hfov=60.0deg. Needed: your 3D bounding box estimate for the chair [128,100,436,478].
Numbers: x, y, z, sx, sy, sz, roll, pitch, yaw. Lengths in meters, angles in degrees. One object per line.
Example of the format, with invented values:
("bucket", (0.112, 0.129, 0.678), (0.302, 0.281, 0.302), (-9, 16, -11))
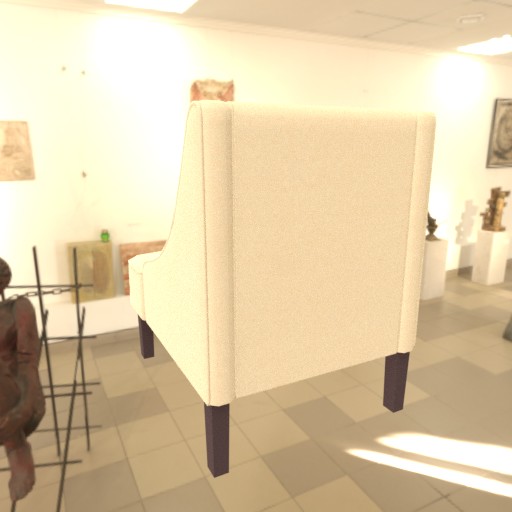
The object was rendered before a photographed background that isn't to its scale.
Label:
("chair", (0.000, 0.000, 1.457), (0.689, 0.886, 0.806), (-7, 16, -27))
